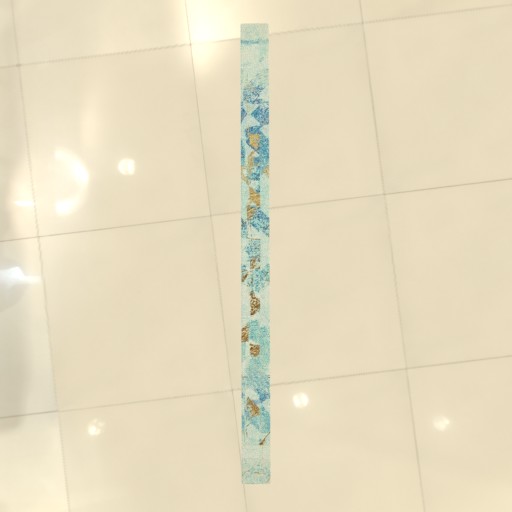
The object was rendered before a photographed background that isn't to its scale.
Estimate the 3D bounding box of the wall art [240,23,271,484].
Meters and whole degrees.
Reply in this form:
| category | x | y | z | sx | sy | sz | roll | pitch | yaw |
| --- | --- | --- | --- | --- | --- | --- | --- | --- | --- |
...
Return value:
| category | x | y | z | sx | sy | sz | roll | pitch | yaw |
| --- | --- | --- | --- | --- | --- | --- | --- | --- | --- |
| wall art | 0.000 | 0.000 | 0.889 | 0.040 | 0.609 | 0.609 | 0 | 89 | 0 |
